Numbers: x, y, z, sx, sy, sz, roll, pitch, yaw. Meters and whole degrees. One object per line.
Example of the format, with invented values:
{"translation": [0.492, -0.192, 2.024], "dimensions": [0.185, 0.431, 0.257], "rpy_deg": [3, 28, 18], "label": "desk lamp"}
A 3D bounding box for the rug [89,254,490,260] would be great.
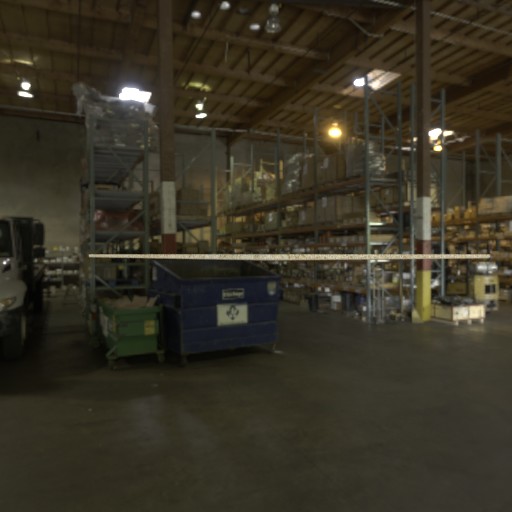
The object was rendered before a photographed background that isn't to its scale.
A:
{"translation": [0.000, 0.000, 3.416], "dimensions": [1.801, 0.024, 2.700], "rpy_deg": [0, 0, -36], "label": "rug"}
